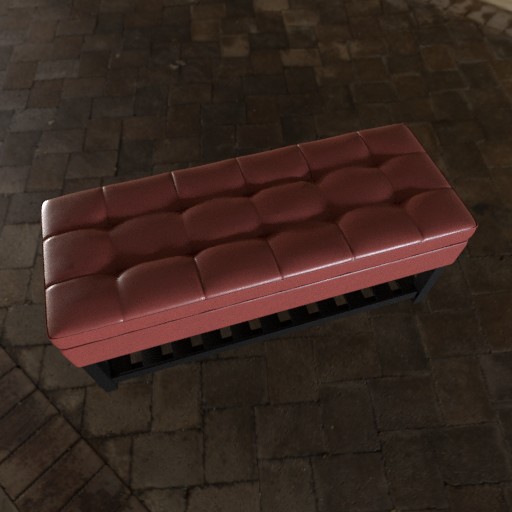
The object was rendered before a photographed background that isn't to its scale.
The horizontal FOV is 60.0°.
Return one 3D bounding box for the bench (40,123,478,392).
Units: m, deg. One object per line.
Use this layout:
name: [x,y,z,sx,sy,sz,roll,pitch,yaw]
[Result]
bench: [0.000,0.000,1.353,1.105,0.460,0.432,-14,58,-9]
